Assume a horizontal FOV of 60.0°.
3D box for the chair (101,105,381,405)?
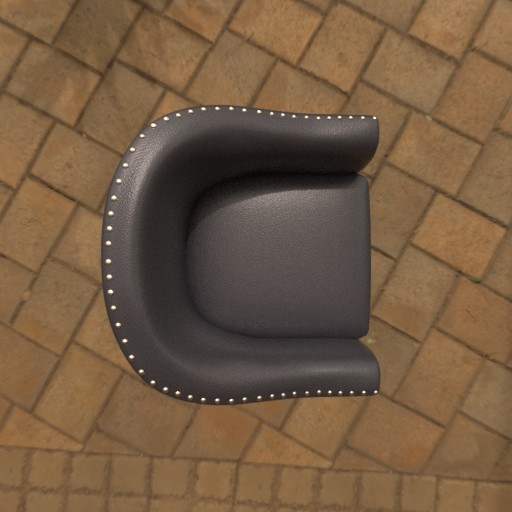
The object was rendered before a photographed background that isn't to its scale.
[{"bbox_3d":[0.000,0.000,1.443,0.748,0.823,0.794,0,89,-1],"label":"chair"}]
